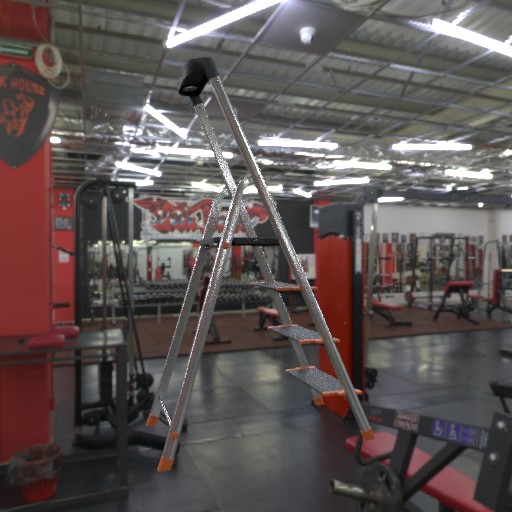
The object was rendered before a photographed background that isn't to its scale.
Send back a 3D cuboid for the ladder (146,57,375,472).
[{"bbox_3d":[0.000,0.000,1.809,0.834,1.429,0.452,0,0,-19],"label":"ladder"}]
